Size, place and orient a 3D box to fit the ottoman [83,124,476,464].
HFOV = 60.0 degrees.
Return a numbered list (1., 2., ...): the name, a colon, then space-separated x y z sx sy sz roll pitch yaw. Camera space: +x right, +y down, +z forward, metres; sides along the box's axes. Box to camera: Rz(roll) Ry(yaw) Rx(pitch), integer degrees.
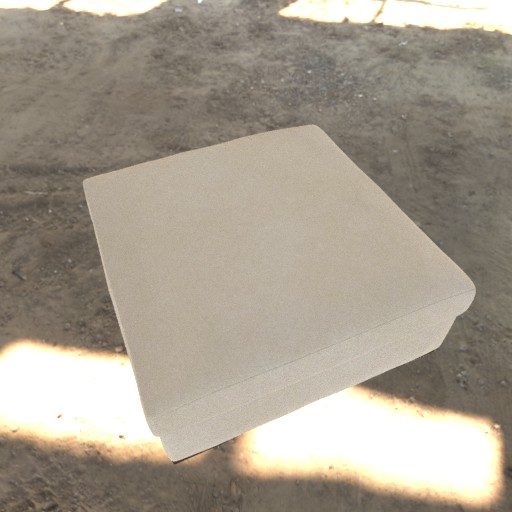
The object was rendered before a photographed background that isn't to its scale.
1. ottoman: 0.000 0.000 1.854 1.190 0.522 1.205 -18 49 -16
